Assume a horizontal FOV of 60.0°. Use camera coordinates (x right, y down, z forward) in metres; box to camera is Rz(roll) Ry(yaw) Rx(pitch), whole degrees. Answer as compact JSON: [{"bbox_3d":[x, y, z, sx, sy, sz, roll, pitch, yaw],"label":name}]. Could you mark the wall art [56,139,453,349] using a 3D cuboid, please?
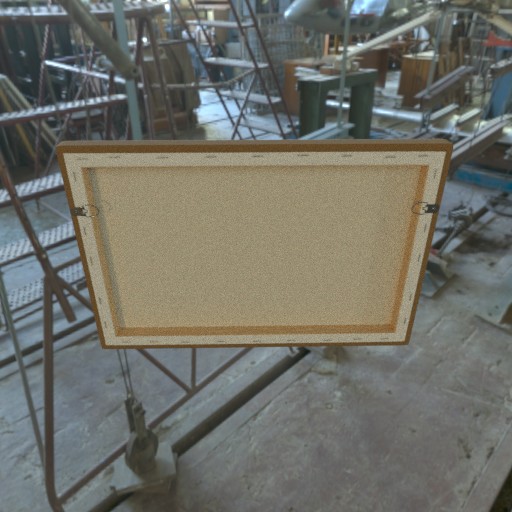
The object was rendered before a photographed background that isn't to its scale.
[{"bbox_3d":[0.000,0.000,0.492,0.380,0.254,0.019,-1,30,-1],"label":"wall art"}]
